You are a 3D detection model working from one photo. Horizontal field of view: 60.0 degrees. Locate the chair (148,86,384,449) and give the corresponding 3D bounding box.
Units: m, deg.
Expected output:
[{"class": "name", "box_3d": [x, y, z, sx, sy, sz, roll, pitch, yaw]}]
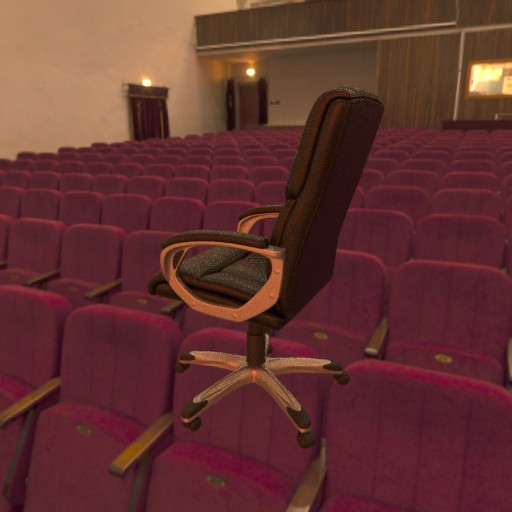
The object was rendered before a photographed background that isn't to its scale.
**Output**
[{"class": "chair", "box_3d": [0.000, 0.000, 1.647, 0.780, 1.145, 0.700, 8, 18, 25]}]
